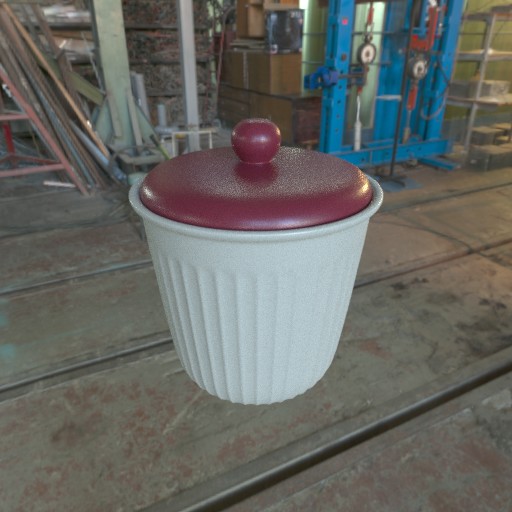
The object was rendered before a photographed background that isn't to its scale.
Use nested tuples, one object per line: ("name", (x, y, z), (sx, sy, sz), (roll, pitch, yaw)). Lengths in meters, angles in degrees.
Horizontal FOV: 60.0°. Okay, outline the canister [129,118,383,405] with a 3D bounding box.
("canister", (0.000, 0.000, 0.351), (0.181, 0.211, 0.181), (0, 27, 0))
